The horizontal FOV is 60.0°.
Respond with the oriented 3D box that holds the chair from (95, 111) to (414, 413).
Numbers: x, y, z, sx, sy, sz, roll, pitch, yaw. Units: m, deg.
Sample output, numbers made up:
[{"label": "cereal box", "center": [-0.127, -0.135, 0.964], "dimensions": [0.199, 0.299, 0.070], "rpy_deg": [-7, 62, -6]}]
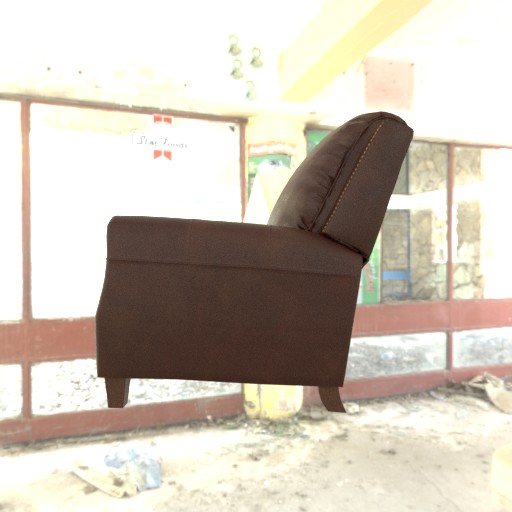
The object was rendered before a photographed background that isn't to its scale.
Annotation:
[{"label": "chair", "center": [0.000, 0.000, 1.809], "dimensions": [1.089, 1.022, 0.826], "rpy_deg": [0, 0, 2]}]
